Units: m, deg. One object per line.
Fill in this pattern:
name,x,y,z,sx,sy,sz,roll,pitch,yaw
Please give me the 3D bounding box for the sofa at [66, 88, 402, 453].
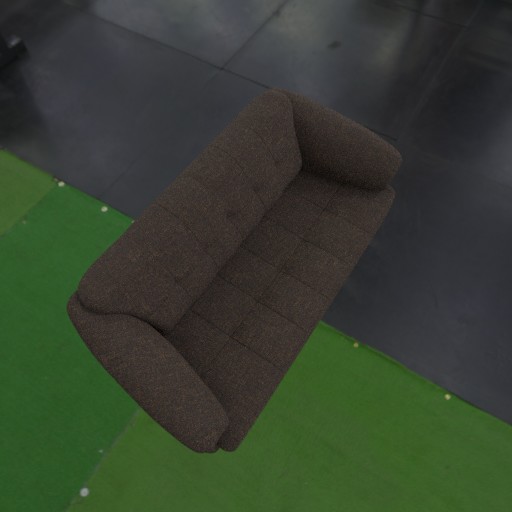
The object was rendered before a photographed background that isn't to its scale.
sofa,0.000,0.000,2.303,0.887,0.790,1.849,30,65,16
